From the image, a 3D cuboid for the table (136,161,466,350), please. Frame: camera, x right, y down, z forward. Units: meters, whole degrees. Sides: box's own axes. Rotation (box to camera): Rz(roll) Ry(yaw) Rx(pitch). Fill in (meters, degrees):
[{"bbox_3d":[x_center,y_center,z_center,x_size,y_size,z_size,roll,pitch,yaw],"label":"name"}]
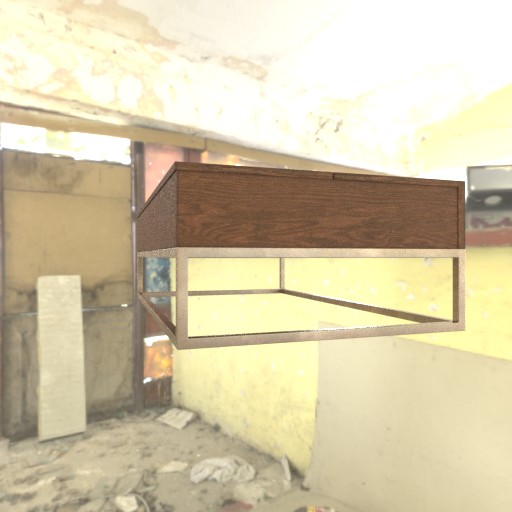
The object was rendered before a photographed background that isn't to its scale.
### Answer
[{"bbox_3d":[0.000,0.000,1.514,0.719,0.361,1.167,0,0,-19],"label":"table"}]
